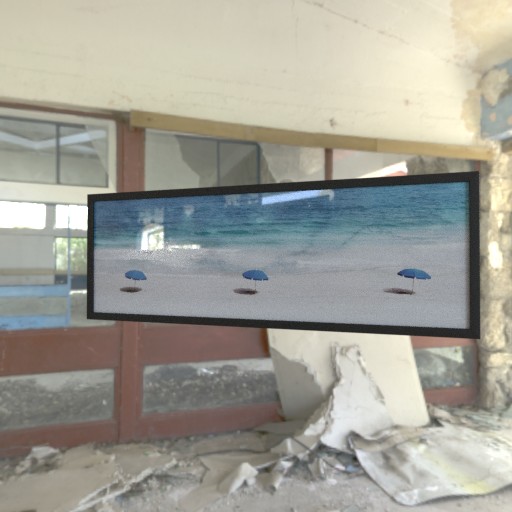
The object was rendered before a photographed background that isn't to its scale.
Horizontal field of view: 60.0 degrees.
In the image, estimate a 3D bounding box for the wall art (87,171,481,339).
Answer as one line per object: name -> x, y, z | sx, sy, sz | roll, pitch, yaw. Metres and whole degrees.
wall art -> 0.000, 0.000, 1.731 | 1.572, 0.554, 0.041 | 0, -1, 19
